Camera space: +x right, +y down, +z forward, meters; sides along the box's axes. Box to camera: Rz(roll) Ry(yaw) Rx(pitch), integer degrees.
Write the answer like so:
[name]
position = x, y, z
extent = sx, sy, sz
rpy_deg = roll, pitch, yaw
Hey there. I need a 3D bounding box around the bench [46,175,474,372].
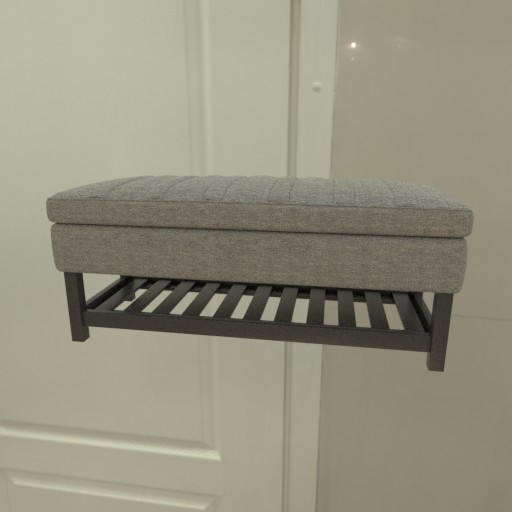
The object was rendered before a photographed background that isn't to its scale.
[bench]
position = 0.000, 0.000, 1.337
extent = 1.100, 0.470, 0.429
rpy_deg = 3, 16, 9
